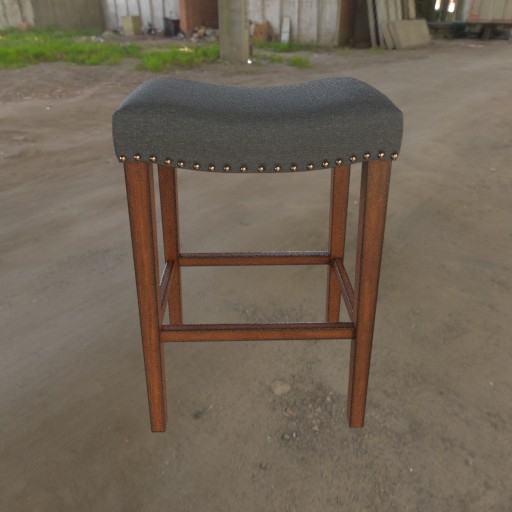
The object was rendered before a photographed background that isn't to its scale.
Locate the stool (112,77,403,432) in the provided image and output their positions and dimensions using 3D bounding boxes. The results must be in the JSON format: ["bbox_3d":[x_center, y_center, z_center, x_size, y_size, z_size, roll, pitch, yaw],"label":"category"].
[{"bbox_3d":[0.000,0.000,1.026,0.502,0.748,0.366,-1,30,-1],"label":"stool"}]
